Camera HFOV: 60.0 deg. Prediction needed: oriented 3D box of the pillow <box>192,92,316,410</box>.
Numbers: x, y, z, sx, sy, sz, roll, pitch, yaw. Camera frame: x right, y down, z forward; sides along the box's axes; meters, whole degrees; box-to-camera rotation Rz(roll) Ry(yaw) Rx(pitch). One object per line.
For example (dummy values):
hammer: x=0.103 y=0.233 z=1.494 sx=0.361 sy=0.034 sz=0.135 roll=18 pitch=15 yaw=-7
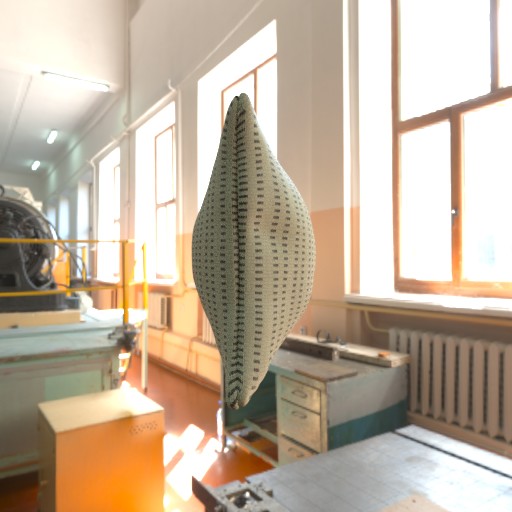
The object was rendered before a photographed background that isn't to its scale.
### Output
pillow: x=0.000 y=0.000 z=0.803 sx=0.210 sy=0.353 sz=0.640 roll=0 pitch=-1 yaw=2
